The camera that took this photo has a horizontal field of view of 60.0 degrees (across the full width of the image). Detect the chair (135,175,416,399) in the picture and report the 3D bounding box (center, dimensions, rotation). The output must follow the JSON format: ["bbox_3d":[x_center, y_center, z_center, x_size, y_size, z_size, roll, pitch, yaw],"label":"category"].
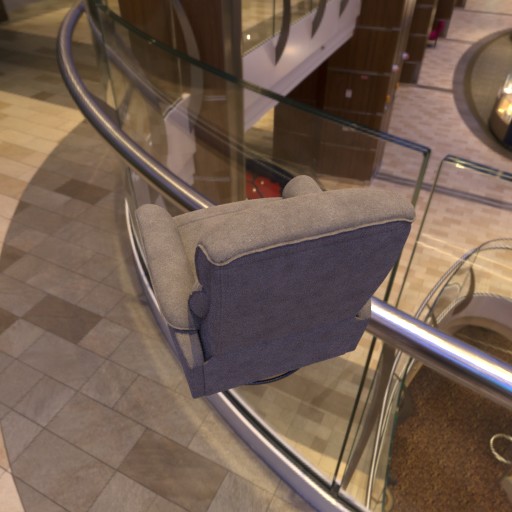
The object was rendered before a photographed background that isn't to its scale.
[{"bbox_3d":[0.000,0.000,1.745,0.830,1.036,1.009,-13,43,-14],"label":"chair"}]
